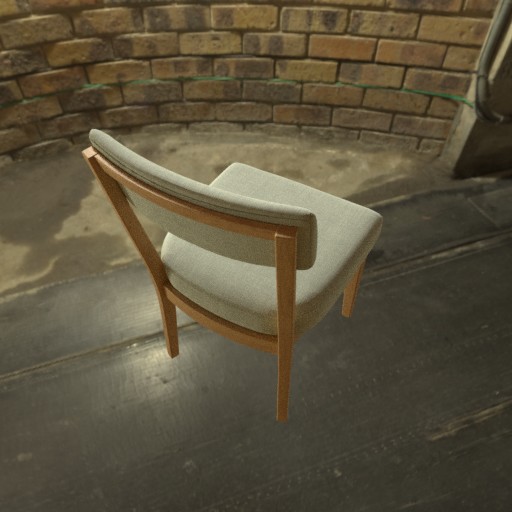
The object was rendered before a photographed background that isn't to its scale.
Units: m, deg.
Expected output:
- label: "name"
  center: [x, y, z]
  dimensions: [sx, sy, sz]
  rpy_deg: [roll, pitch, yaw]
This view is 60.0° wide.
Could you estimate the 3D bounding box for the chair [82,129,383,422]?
- label: "chair"
  center: [0.000, 0.000, 1.187]
  dimensions: [0.508, 0.832, 0.572]
  rpy_deg: [24, 51, 21]
